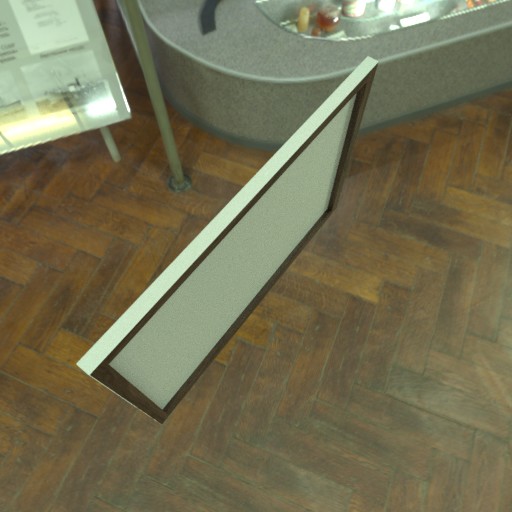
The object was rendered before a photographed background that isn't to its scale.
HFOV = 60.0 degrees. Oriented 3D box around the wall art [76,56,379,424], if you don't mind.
[{"bbox_3d":[0.000,0.000,1.902,0.051,1.016,1.520,34,67,16],"label":"wall art"}]
